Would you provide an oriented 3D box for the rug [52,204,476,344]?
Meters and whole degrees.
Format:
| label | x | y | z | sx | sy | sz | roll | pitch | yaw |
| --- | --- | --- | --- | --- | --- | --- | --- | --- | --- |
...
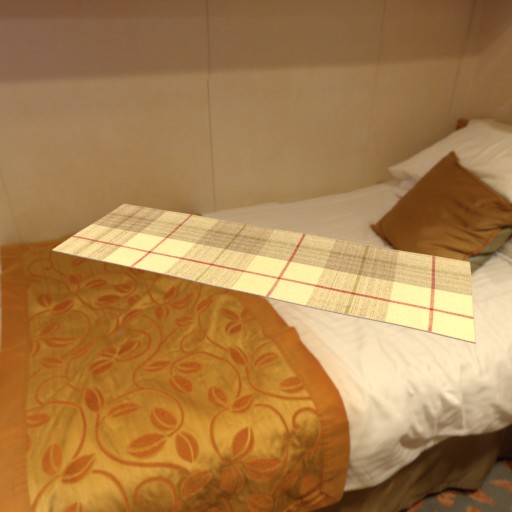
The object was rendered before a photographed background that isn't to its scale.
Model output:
| label | x | y | z | sx | sy | sz | roll | pitch | yaw |
| --- | --- | --- | --- | --- | --- | --- | --- | --- | --- |
| rug | 0.000 | 0.000 | 2.705 | 2.439 | 0.013 | 0.762 | 11 | 32 | 18 |
